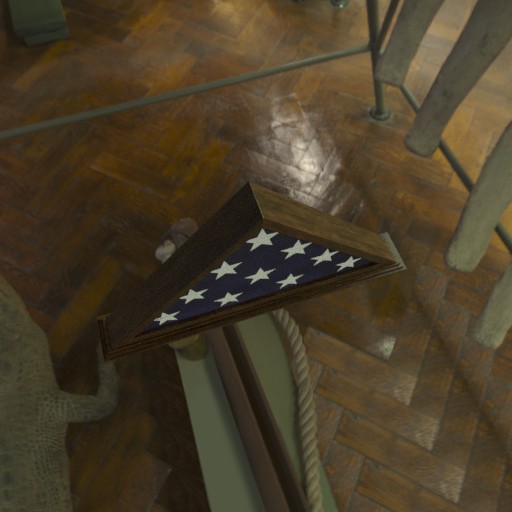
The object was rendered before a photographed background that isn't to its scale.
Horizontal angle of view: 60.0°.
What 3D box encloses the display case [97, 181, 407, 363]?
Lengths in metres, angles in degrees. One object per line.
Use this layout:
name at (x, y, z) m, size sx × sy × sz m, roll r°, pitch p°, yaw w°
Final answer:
display case at (0.000, 0.000, 0.765) m, size 0.640 × 0.340 × 0.095 m, roll -16°, pitch 64°, yaw -8°
